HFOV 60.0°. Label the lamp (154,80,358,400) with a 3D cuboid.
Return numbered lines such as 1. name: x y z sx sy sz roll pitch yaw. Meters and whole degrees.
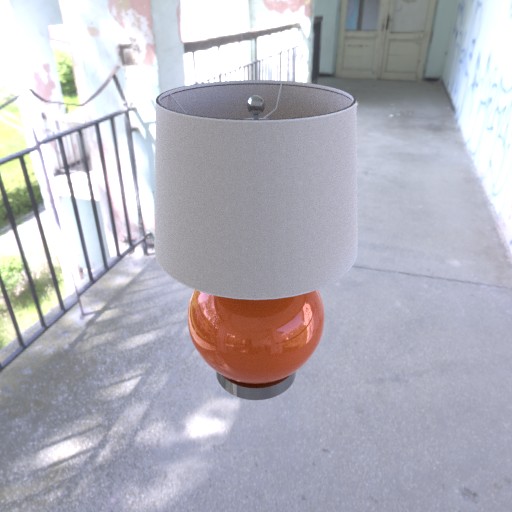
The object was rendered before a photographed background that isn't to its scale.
1. lamp: 0.000 0.000 0.559 0.247 0.387 0.247 0 30 0
